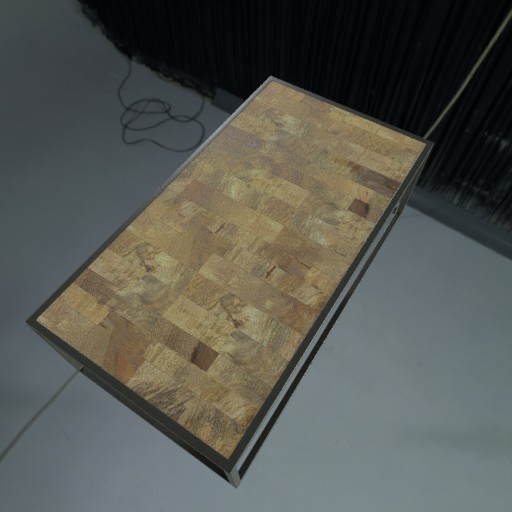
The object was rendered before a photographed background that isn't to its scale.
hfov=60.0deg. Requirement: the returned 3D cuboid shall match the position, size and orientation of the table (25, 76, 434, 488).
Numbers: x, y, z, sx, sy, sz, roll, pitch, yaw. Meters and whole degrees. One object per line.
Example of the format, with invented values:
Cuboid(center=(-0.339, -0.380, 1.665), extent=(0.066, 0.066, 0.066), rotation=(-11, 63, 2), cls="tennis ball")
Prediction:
Cuboid(center=(0.000, 0.000, 1.486), extent=(0.649, 0.398, 1.199), rotation=(29, 63, 17), cls="table")
